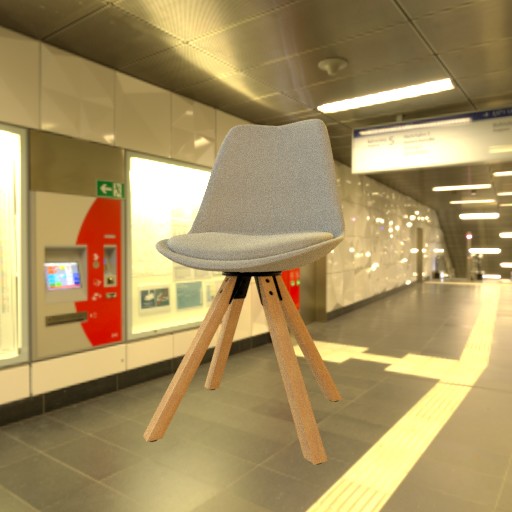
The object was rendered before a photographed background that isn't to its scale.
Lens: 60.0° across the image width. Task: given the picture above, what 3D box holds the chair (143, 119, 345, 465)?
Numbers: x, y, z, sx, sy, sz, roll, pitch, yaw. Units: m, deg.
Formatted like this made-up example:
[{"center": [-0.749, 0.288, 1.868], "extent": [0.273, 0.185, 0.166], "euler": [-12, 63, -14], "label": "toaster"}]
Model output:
[{"center": [0.000, 0.000, 1.210], "extent": [0.474, 0.863, 0.549], "euler": [0, 1, 16], "label": "chair"}]
